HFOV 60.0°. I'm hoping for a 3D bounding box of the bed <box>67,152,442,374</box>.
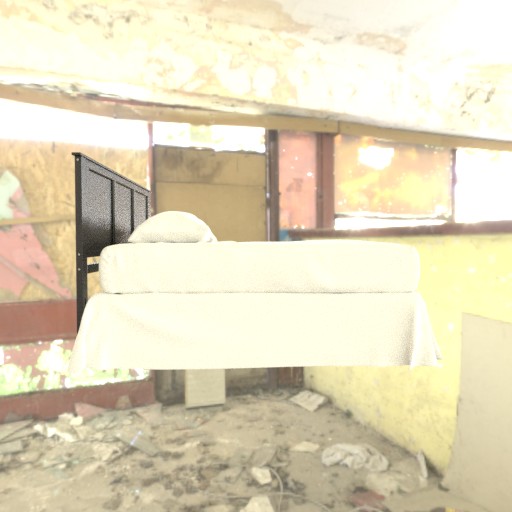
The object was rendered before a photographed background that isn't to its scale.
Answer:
[{"bbox_3d":[0.000,0.000,3.645,2.219,1.271,2.315,0,2,-2],"label":"bed"}]
